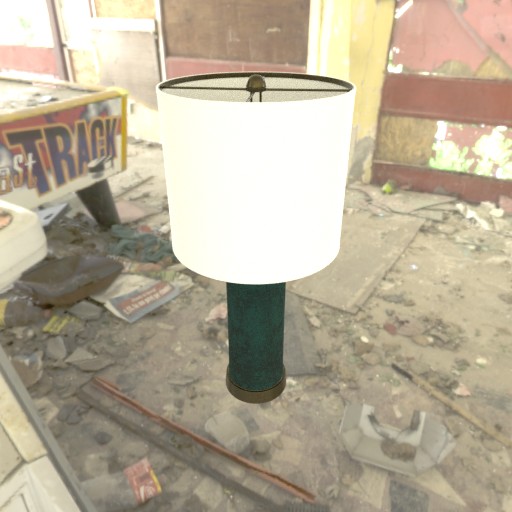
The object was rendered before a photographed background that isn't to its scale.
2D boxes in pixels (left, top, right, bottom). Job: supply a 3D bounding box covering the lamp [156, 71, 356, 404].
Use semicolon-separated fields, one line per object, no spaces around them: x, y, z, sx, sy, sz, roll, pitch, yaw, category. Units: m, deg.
0.000;0.000;0.825;0.301;0.630;0.301;-21;36;-33;lamp
